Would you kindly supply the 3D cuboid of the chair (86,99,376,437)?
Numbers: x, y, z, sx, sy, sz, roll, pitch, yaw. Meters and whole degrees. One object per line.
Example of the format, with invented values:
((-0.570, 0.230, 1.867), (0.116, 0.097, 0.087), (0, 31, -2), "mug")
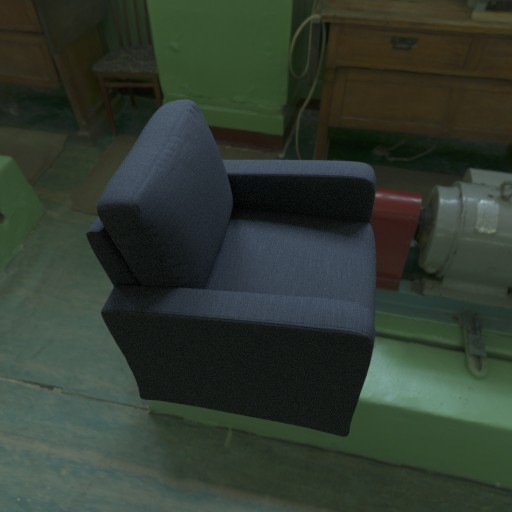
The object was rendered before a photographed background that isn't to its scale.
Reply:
((0.000, 0.000, 1.544), (0.863, 0.855, 0.798), (8, 47, 8), "chair")
